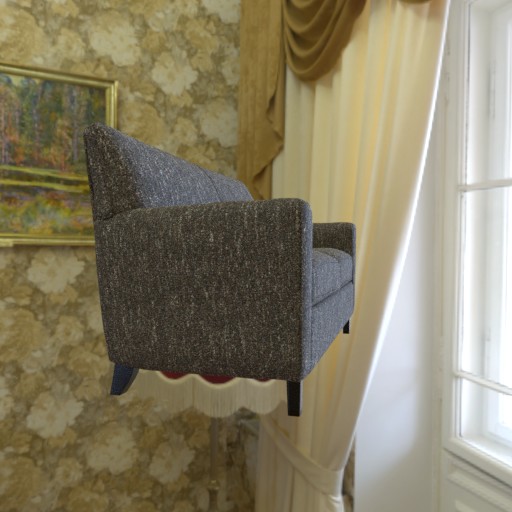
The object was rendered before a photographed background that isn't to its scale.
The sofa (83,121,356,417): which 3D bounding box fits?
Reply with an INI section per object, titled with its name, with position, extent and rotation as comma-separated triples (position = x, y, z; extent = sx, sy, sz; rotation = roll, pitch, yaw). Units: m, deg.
[sofa]
position = 0.000, 0.000, 2.102
extent = 0.801, 0.946, 1.519
rotation = 0, 1, 18
